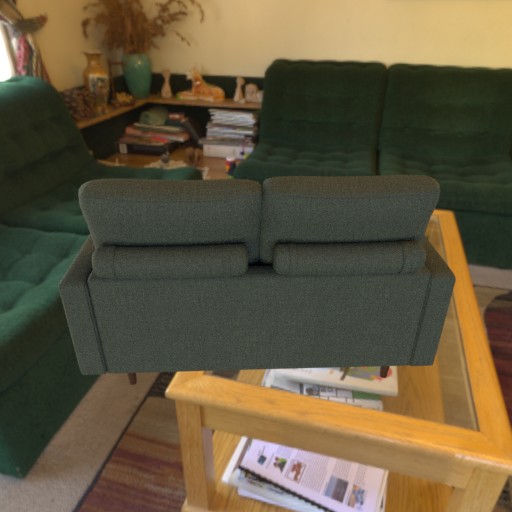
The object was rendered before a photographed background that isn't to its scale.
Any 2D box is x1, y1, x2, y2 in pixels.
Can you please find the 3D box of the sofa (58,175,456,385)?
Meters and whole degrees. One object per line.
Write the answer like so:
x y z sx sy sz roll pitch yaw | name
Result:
0.000 0.000 1.938 1.407 0.907 0.842 -1 30 -2 | sofa
